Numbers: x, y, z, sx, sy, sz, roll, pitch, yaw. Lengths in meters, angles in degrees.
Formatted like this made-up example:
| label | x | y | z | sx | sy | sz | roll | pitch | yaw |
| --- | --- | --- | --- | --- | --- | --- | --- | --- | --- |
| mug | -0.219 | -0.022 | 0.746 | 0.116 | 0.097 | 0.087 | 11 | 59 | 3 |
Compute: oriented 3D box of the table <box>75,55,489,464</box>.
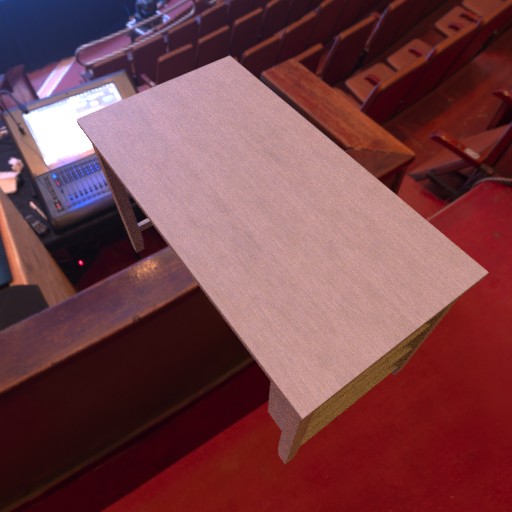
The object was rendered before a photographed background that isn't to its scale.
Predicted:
| label | x | y | z | sx | sy | sz | roll | pitch | yaw |
| --- | --- | --- | --- | --- | --- | --- | --- | --- | --- |
| table | 0.000 | 0.000 | 1.901 | 0.729 | 0.874 | 1.397 | -31 | 62 | -19 |
